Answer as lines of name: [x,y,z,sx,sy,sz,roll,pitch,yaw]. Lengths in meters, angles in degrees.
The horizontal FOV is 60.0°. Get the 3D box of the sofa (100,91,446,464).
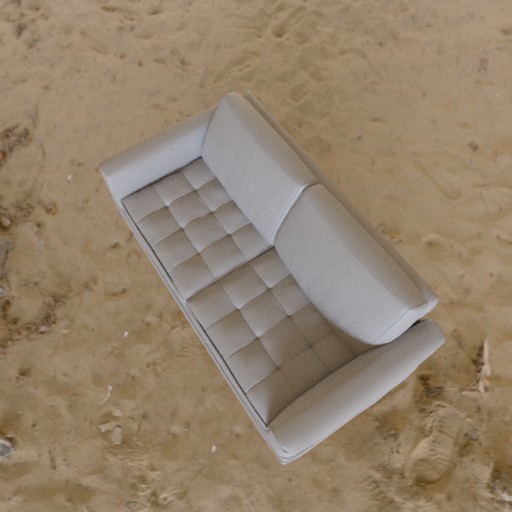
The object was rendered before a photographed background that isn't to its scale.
sofa: [0.000,0.000,2.758,1.121,0.930,2.177,-31,68,-14]
